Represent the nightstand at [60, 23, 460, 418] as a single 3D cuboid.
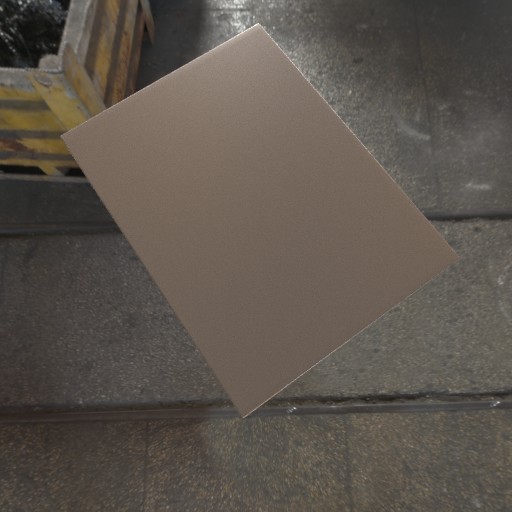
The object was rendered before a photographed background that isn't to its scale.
[{"bbox_3d":[0.000,0.000,0.729,0.288,0.508,0.370,-34,77,-9],"label":"nightstand"}]
